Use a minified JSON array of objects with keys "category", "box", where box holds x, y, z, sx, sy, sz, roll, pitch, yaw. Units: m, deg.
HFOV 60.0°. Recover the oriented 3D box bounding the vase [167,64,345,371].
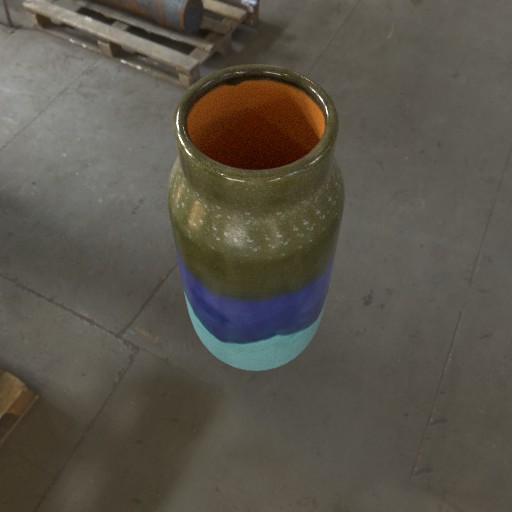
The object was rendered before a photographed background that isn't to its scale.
[{"category":"vase","box":[0.000,0.000,0.381,0.139,0.313,0.139,0,60,0]}]
